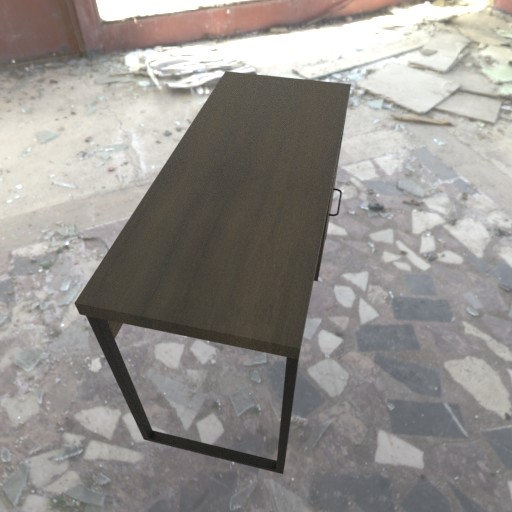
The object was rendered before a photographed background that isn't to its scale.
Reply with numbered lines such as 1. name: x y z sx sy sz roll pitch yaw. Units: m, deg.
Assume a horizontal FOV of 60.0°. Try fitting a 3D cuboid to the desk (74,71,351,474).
1. desk: 0.000 0.000 1.530 0.511 0.752 1.134 10 47 9
